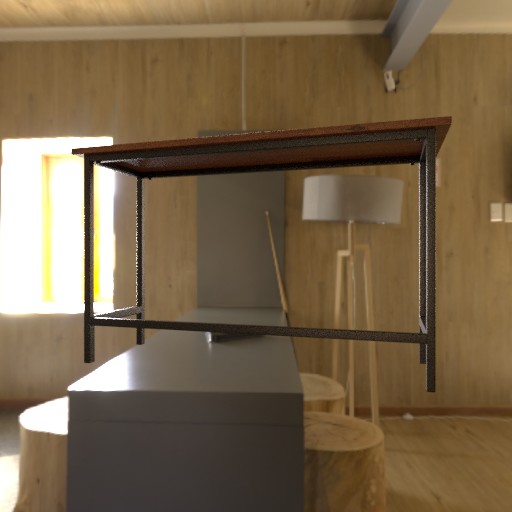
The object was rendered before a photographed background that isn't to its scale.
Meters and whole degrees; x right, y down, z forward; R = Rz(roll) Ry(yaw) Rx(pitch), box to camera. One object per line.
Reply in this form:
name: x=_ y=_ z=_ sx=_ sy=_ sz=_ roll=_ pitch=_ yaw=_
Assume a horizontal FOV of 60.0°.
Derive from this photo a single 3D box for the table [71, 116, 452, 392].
table: x=0.000 y=0.000 z=1.539 sx=1.204 sy=0.740 sz=0.408 roll=0 pitch=0 yaw=17
